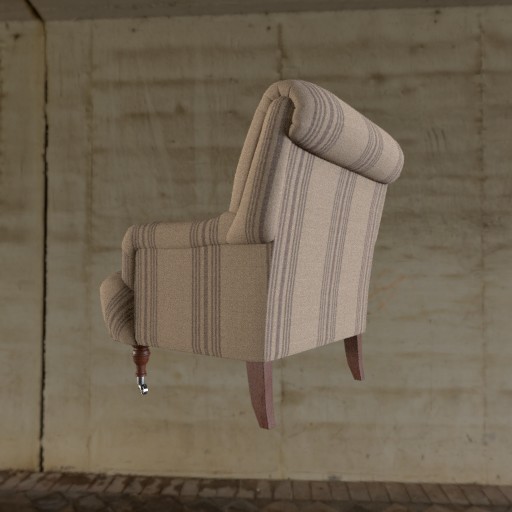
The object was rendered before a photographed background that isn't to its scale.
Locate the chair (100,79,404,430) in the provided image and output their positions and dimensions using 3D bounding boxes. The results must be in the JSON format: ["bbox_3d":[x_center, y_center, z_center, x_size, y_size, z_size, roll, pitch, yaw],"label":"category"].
[{"bbox_3d":[0.000,0.000,1.618,0.914,0.940,0.813,-1,-2,36],"label":"chair"}]
